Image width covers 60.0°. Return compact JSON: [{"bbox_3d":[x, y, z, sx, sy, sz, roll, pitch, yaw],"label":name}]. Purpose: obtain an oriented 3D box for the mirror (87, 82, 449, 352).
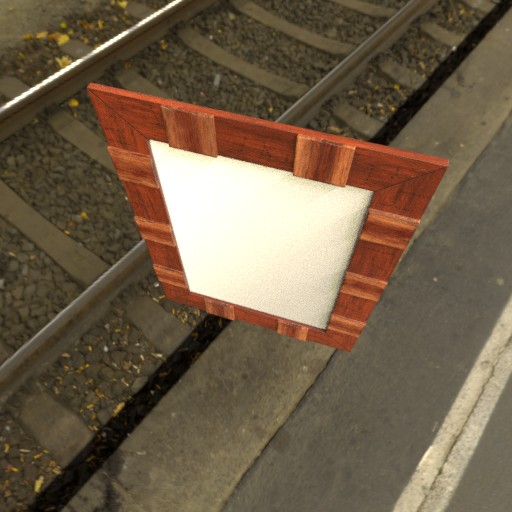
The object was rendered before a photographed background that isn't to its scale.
[{"bbox_3d":[0.000,0.000,1.047,0.600,0.805,0.021,15,59,9],"label":"mirror"}]
